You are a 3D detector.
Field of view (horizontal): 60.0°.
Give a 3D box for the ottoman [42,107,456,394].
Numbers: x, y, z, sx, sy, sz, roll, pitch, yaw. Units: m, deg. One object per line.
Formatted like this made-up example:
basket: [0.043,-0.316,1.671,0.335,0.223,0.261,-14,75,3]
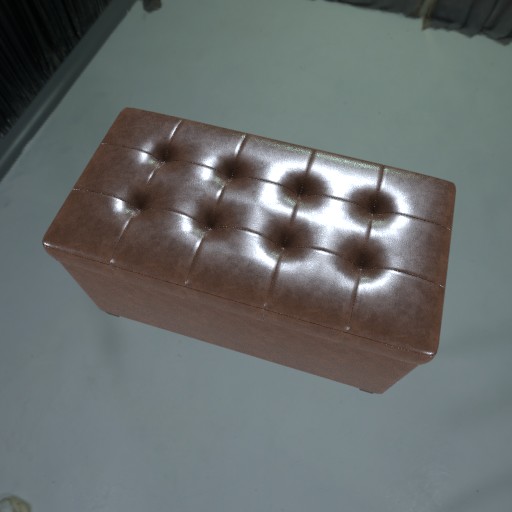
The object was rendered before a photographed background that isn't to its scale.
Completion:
ottoman: [0.000,0.000,1.154,0.838,0.470,0.432,15,63,8]
